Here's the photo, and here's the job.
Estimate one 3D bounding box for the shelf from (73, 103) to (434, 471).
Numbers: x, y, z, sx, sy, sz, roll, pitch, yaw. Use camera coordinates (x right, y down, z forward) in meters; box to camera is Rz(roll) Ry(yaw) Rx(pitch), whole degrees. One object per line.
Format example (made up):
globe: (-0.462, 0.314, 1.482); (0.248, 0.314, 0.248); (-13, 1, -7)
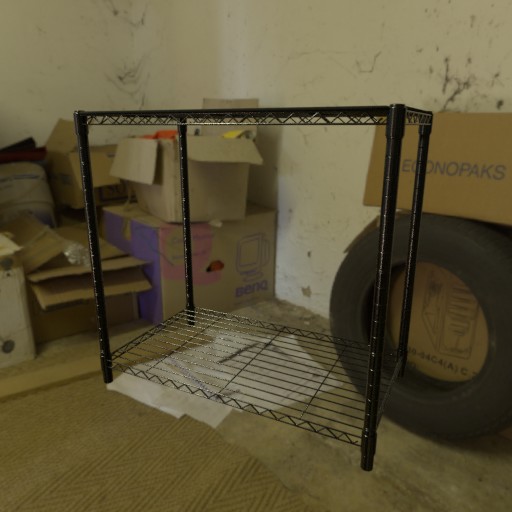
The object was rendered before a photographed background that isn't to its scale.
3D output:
shelf: (0.000, 0.000, 0.903); (0.589, 0.564, 0.338); (8, 18, 26)
